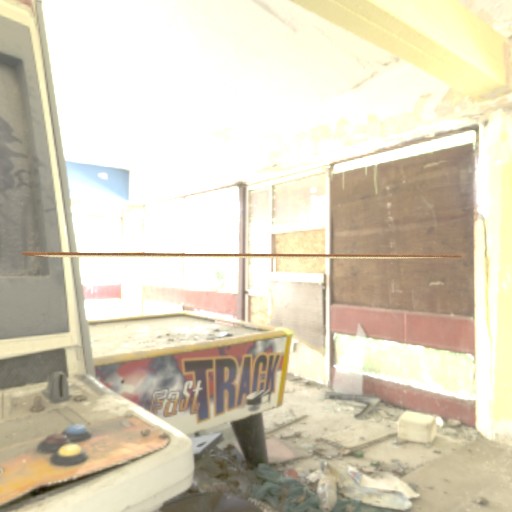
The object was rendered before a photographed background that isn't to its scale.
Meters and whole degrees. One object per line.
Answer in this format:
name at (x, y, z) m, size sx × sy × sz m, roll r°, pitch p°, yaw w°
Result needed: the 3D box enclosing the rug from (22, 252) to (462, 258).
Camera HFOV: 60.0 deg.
rug at (0.000, 0.000, 2.709) m, size 2.439 × 0.017 × 0.764 m, roll 0°, pitch -1°, yaw -19°
